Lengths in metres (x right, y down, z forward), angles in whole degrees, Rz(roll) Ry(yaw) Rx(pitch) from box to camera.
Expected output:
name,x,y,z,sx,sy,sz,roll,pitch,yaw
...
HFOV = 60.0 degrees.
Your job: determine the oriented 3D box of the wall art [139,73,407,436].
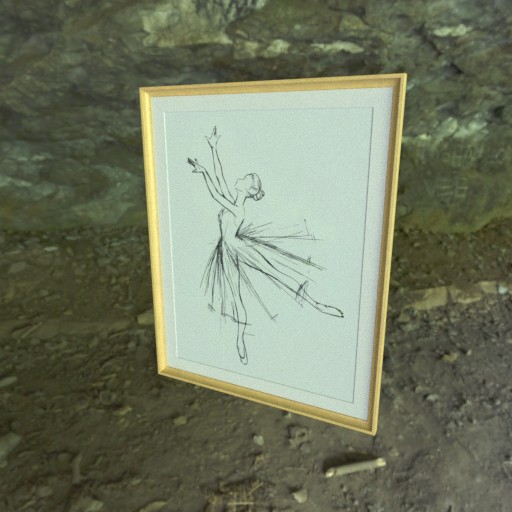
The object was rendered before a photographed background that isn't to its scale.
name,x,y,z,sx,sy,sz,roll,pitch,yaw
wall art,0.000,0.000,1.362,0.798,1.002,0.030,8,17,25
